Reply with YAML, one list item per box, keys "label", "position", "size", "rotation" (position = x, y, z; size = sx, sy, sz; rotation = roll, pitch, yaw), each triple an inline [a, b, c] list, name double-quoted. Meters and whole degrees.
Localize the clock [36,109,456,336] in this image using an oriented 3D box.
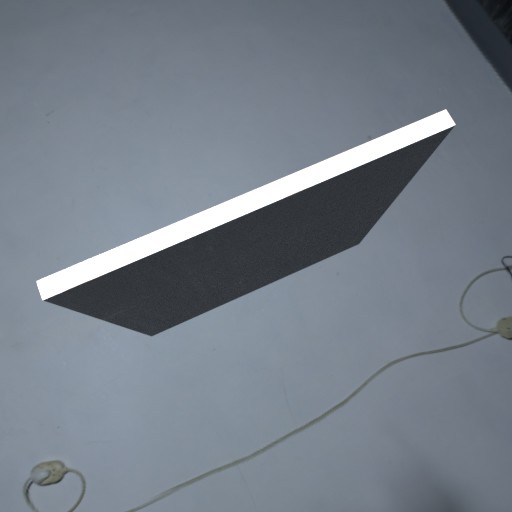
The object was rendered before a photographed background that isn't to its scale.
- label: "clock"
  position: [0.000, 0.000, 1.035]
  size: [0.705, 0.705, 0.032]
  rotation: [-24, 77, -6]
